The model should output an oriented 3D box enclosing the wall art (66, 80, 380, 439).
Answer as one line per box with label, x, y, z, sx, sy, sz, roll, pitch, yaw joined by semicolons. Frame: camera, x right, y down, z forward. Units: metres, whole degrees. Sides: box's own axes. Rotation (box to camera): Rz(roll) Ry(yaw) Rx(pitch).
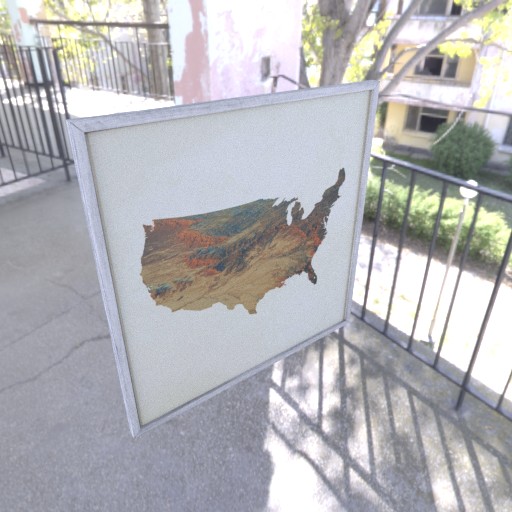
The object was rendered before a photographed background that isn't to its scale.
wall art;0.000;0.000;0.737;0.508;0.507;0.016;-20;35;-31
